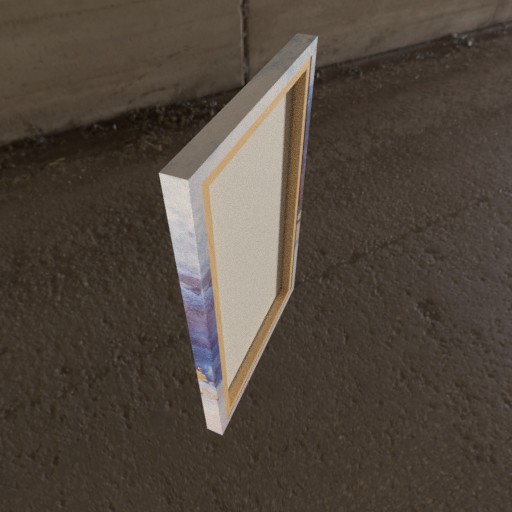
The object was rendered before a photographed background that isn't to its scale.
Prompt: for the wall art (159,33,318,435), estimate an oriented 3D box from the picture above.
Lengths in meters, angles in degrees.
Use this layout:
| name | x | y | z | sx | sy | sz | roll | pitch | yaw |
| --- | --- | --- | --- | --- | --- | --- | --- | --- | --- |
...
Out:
| name | x | y | z | sx | sy | sz | roll | pitch | yaw |
| --- | --- | --- | --- | --- | --- | --- | --- | --- | --- |
| wall art | 0.000 | 0.000 | 1.121 | 0.048 | 0.874 | 0.583 | 17 | 48 | 16 |
